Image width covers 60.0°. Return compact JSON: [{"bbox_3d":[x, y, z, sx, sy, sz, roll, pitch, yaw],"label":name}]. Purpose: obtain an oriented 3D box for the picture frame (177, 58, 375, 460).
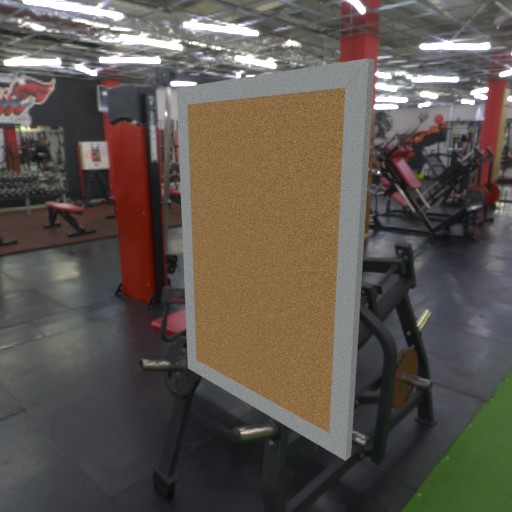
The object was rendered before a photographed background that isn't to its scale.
[{"bbox_3d":[0.000,0.000,0.606,0.011,0.459,0.326,-13,19,-43],"label":"picture frame"}]
